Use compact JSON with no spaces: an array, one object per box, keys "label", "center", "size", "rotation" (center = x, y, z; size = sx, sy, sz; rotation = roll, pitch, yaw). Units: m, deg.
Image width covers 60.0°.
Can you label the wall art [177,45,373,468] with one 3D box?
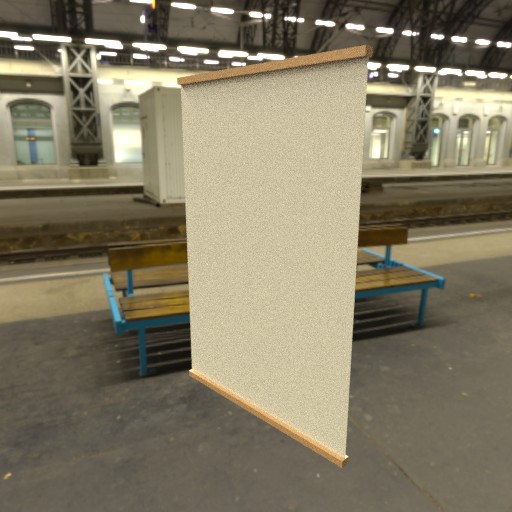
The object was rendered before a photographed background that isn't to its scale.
[{"label":"wall art","center":[0.000,0.000,1.276],"size":[0.027,1.020,0.669],"rotation":[-14,20,-43]}]
